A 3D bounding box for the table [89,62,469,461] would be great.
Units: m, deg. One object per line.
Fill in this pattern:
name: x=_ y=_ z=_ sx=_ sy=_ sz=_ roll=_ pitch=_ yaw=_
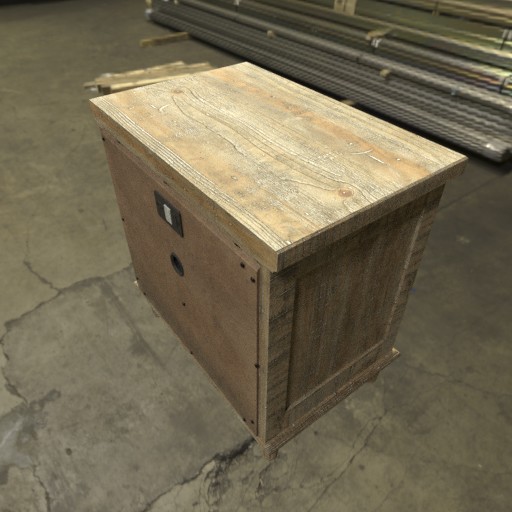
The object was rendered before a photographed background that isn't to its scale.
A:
table: x=0.000 y=0.000 z=1.136 sx=0.457 sy=0.711 sz=0.686 roll=-26 pitch=47 yaw=-27
